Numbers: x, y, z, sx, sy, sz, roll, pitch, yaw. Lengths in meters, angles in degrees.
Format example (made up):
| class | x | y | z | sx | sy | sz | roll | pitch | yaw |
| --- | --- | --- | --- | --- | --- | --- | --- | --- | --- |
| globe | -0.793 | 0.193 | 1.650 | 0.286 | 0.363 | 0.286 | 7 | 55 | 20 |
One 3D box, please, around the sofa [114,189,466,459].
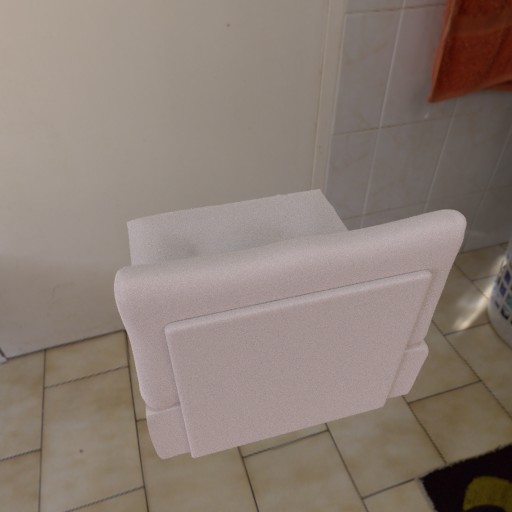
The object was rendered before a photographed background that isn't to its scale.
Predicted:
| class | x | y | z | sx | sy | sz | roll | pitch | yaw |
| --- | --- | --- | --- | --- | --- | --- | --- | --- | --- |
| sofa | 0.000 | 0.000 | 1.641 | 0.935 | 0.828 | 1.000 | -10 | 43 | -12 |
